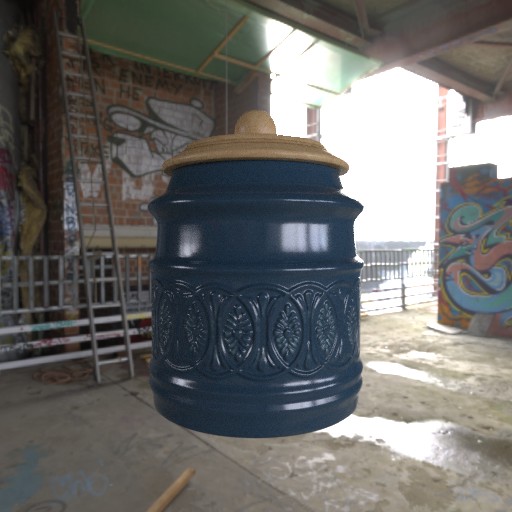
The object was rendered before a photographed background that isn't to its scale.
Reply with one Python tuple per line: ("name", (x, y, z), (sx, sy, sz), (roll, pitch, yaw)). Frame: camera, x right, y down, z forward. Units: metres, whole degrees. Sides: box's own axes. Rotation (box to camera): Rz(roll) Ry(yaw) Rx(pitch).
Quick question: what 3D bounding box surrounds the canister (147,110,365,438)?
("canister", (0.000, 0.000, 0.273), (0.130, 0.176, 0.130), (0, 2, 0))
